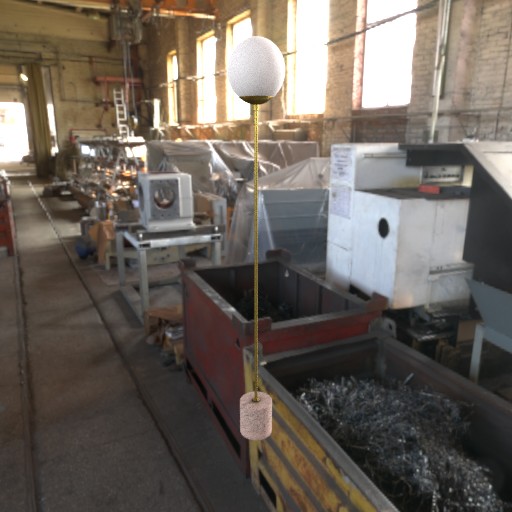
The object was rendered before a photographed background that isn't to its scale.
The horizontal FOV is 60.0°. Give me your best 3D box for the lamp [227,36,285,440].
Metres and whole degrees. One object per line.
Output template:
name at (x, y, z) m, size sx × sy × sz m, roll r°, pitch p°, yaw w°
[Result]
lamp at (0.000, 0.000, 1.931) m, size 0.229 × 1.748 × 0.229 m, roll 8°, pitch 17°, yaw 27°
